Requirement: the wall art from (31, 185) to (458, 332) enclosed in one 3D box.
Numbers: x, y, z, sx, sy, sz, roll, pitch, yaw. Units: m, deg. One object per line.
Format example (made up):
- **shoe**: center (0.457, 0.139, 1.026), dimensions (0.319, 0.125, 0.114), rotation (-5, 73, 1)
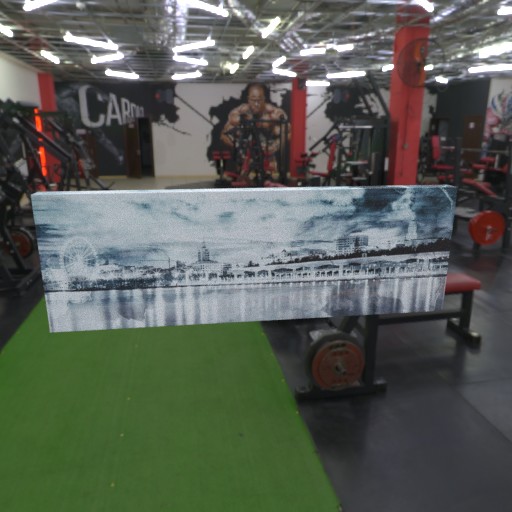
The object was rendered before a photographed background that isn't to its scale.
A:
- **wall art**: center (0.000, 0.000, 0.835), dimensions (0.759, 0.251, 0.037), rotation (-2, 16, -7)
